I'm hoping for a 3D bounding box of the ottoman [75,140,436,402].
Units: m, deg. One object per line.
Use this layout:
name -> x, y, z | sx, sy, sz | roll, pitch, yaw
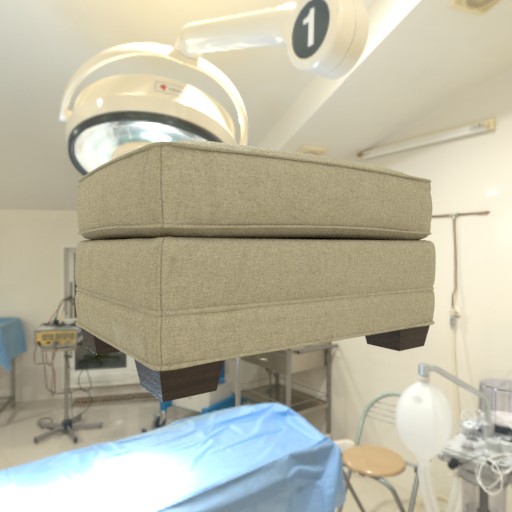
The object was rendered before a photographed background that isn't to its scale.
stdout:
ottoman -> 0.000, 0.000, 1.234 | 0.848, 0.508, 0.611 | -1, 2, -35
